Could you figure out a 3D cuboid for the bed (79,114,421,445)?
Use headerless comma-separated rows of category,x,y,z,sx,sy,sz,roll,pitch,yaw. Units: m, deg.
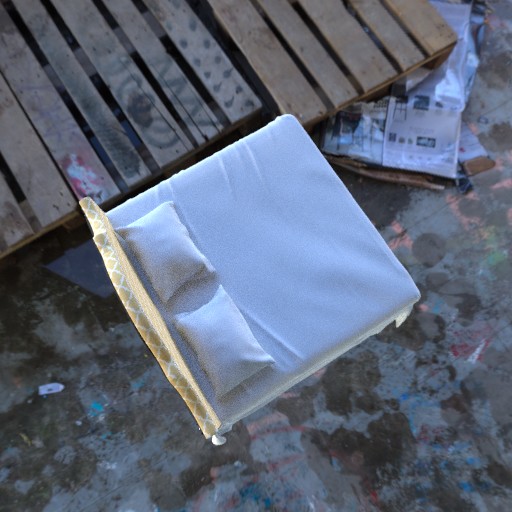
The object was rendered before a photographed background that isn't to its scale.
bed,0.000,0.000,3.668,2.222,1.601,2.314,-30,77,-8
